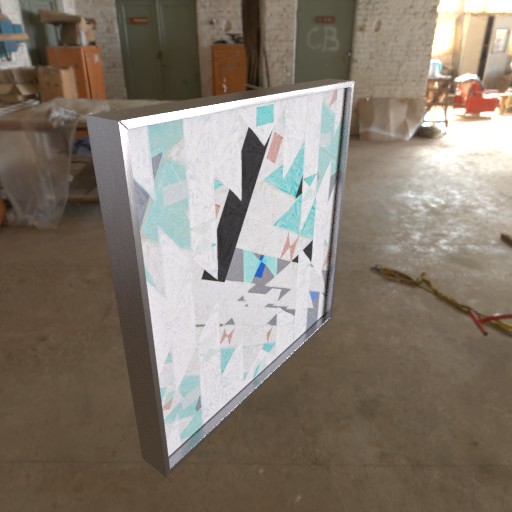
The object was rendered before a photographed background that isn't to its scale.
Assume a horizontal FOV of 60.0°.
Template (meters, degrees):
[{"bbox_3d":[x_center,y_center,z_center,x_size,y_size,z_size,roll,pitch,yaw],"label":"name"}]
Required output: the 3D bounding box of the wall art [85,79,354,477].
[{"bbox_3d":[0.000,0.000,0.504,0.038,0.350,0.350,19,32,32],"label":"wall art"}]
